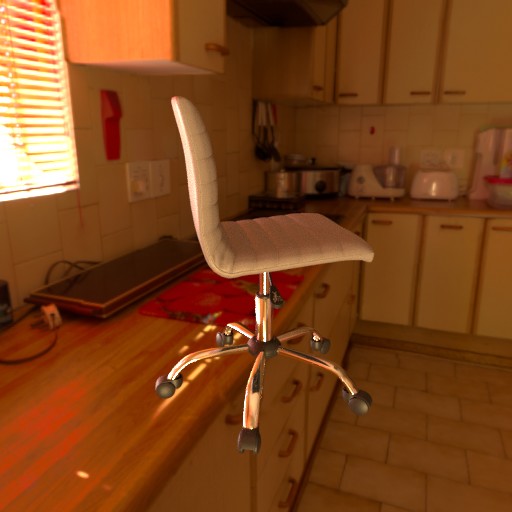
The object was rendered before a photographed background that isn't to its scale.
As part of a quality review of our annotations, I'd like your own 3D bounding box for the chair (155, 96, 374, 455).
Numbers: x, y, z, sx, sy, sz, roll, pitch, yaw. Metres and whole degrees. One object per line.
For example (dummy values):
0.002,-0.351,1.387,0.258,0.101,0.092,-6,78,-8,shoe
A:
0.000,0.000,1.127,0.542,0.750,0.569,-3,16,-9,chair
